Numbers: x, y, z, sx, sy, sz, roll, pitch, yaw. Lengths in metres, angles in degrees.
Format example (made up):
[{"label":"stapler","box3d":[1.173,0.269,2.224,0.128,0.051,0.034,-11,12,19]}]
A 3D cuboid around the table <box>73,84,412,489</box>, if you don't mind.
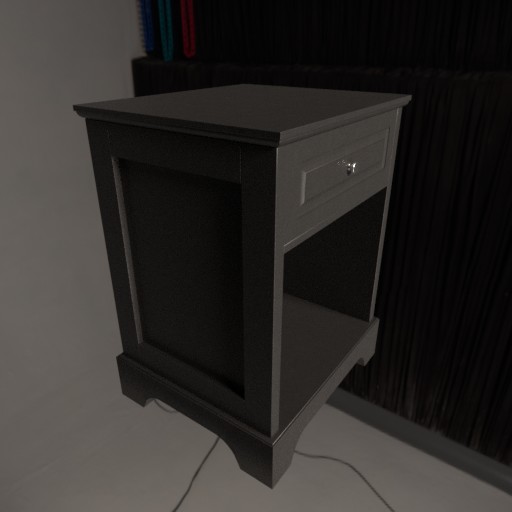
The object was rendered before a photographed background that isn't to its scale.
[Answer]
[{"label":"table","box3d":[0.000,0.000,0.910,0.399,0.610,0.460,17,31,32]}]
